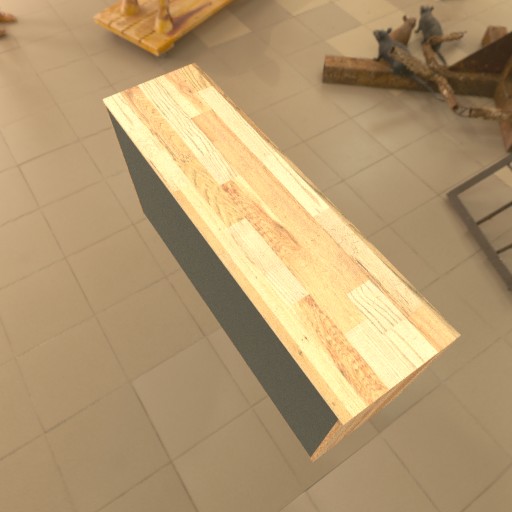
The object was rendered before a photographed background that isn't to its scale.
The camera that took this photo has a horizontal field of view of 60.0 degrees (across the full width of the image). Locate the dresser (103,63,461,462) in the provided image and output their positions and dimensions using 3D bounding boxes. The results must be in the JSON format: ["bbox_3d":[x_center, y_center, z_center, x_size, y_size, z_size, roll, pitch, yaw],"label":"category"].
[{"bbox_3d":[0.000,0.000,1.921,0.487,0.834,1.547,-30,63,-17],"label":"dresser"}]
